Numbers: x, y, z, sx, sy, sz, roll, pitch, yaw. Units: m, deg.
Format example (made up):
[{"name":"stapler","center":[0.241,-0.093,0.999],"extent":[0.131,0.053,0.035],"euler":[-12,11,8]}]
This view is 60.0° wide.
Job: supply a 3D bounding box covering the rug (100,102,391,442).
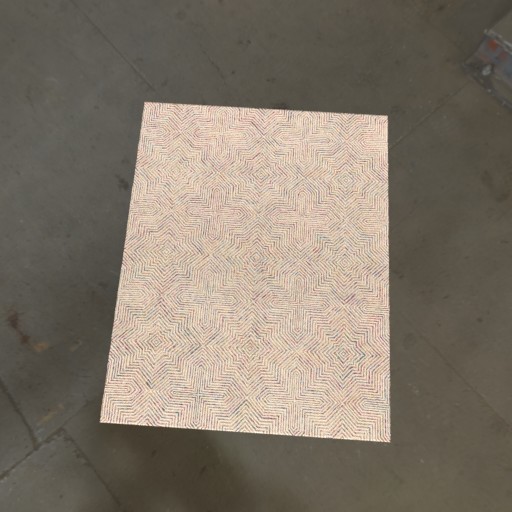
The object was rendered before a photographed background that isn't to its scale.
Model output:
[{"name":"rug","center":[0.000,0.000,4.077],"extent":[2.442,0.008,3.046],"euler":[4,76,1]}]
